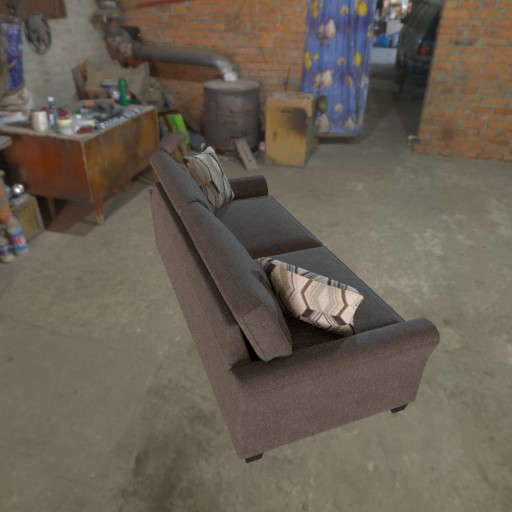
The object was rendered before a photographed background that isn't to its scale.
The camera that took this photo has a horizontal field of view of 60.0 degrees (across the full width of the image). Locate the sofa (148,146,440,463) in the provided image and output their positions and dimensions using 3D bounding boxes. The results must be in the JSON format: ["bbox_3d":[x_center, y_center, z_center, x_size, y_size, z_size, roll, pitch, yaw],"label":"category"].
[{"bbox_3d":[0.000,0.000,2.537,0.889,0.813,2.032,-11,32,-18],"label":"sofa"}]
